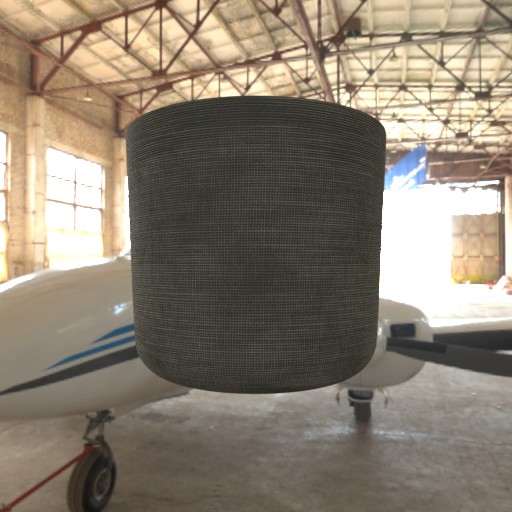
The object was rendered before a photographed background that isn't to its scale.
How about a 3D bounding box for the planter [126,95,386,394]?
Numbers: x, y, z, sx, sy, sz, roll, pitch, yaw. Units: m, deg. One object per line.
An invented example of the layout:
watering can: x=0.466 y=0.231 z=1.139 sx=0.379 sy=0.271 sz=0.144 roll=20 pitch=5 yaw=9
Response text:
planter: x=0.000 y=0.000 z=0.776 sx=0.440 sy=0.398 sz=0.440 roll=0 pitch=-1 yaw=0
